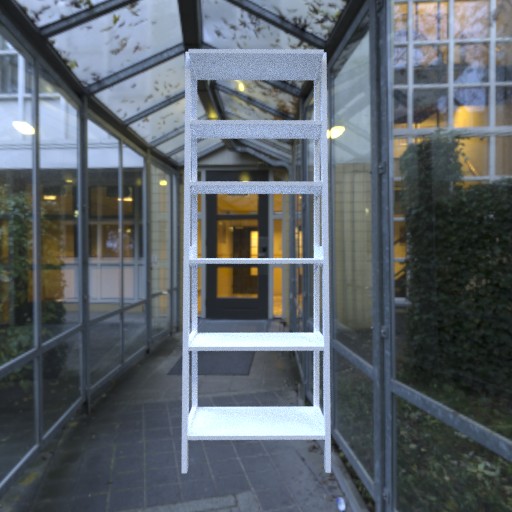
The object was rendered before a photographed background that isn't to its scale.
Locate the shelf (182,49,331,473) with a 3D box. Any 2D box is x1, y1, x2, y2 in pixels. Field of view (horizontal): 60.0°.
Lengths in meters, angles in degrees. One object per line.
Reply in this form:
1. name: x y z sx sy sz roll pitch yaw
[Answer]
1. shelf: 0.000 0.000 2.117 0.660 1.892 0.381 0 1 -1
